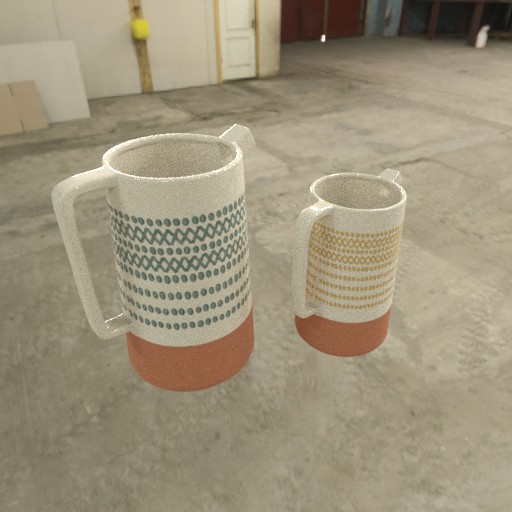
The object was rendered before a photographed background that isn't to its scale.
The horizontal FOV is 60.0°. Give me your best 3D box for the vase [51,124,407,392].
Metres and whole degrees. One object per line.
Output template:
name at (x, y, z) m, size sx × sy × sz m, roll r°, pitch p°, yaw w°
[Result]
vase at (0.000, 0.000, 0.464) m, size 0.326 × 0.247 × 0.168 m, roll 0°, pitch 32°, yaw 0°
